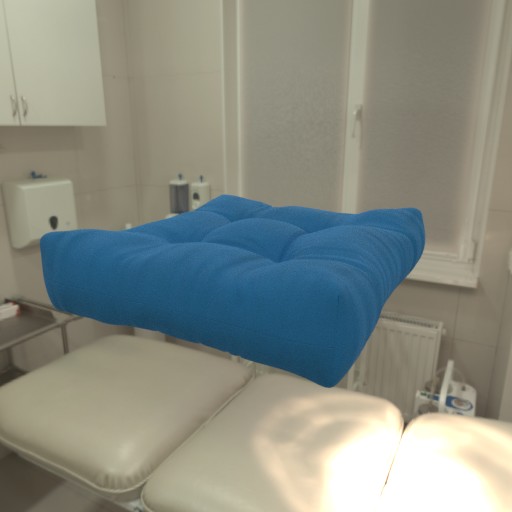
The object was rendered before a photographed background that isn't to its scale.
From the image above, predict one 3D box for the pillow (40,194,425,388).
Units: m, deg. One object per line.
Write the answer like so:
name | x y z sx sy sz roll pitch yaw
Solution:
pillow | 0.000 0.000 0.729 0.468 0.128 0.490 9 18 27
